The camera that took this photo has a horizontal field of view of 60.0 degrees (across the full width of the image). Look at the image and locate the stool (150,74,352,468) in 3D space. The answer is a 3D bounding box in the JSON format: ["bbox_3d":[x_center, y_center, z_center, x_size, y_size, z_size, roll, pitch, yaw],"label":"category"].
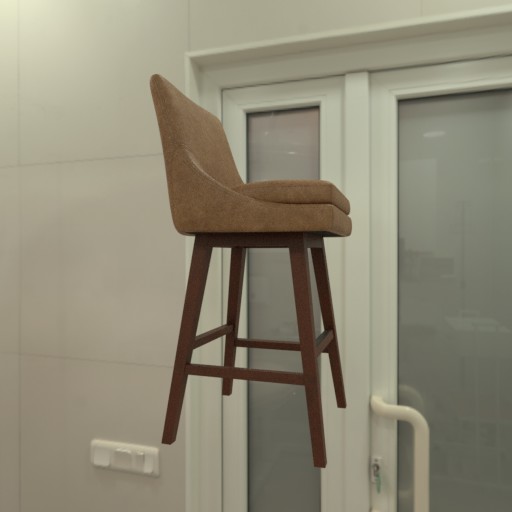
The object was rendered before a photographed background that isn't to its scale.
[{"bbox_3d":[0.000,0.000,1.438,0.572,1.079,0.487,0,0,18],"label":"stool"}]
